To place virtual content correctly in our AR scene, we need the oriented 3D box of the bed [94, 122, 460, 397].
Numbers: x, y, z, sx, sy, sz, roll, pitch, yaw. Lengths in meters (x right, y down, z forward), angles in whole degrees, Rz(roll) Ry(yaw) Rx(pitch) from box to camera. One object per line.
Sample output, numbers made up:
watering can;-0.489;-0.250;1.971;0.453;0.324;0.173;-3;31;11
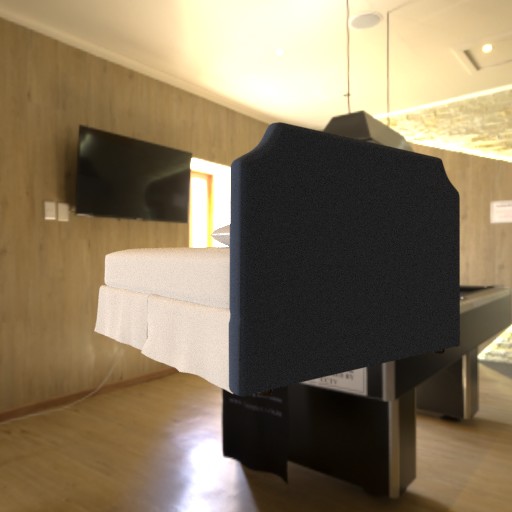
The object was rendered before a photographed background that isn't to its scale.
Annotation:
bed;0.000;0.000;3.380;1.831;1.297;2.260;0;1;-36
